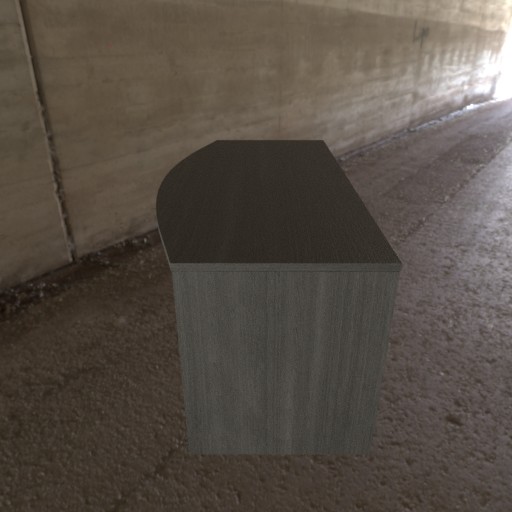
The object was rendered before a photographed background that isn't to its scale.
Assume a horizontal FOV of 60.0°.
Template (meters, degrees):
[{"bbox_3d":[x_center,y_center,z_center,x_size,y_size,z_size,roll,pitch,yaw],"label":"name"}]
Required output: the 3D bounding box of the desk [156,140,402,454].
[{"bbox_3d":[0.000,0.000,2.094,0.802,0.750,1.600,0,26,0],"label":"desk"}]
